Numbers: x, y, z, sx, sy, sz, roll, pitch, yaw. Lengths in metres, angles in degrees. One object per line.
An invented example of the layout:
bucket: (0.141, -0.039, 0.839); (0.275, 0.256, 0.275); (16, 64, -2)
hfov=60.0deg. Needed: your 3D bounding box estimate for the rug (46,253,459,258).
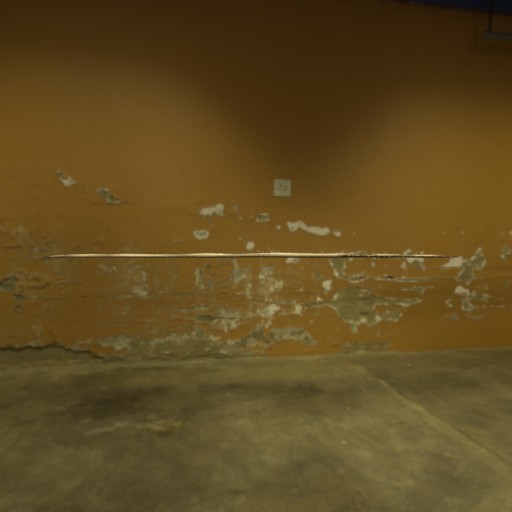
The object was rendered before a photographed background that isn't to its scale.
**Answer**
rug: (0.000, 0.000, 4.144); (3.061, 0.034, 2.426); (0, 0, 36)
